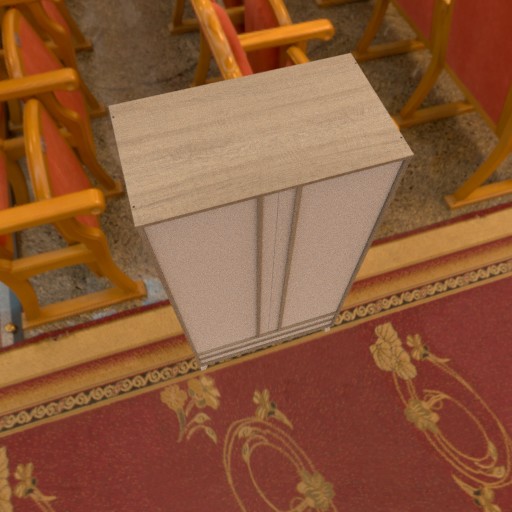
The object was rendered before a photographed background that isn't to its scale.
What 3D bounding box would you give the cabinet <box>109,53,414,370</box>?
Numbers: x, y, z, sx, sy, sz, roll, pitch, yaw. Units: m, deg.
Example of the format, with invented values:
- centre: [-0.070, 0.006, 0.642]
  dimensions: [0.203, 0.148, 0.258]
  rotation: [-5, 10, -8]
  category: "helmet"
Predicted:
- centre: [0.000, 0.000, 2.525]
  dimensions: [1.006, 1.999, 0.571]
  rotation: [-16, 63, -8]
  category: "cabinet"
